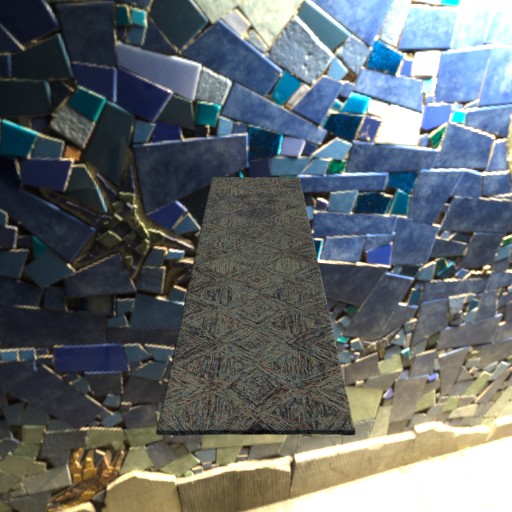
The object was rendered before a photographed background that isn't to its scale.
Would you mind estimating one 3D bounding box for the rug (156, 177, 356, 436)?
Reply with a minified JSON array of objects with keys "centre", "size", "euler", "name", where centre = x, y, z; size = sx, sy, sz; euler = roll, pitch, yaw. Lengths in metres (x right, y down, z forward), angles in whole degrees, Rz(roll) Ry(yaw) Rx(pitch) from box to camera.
[{"centre":[0.000,0.000,2.481],"size":[0.688,0.015,2.292],"euler":[0,32,0],"name":"rug"}]
